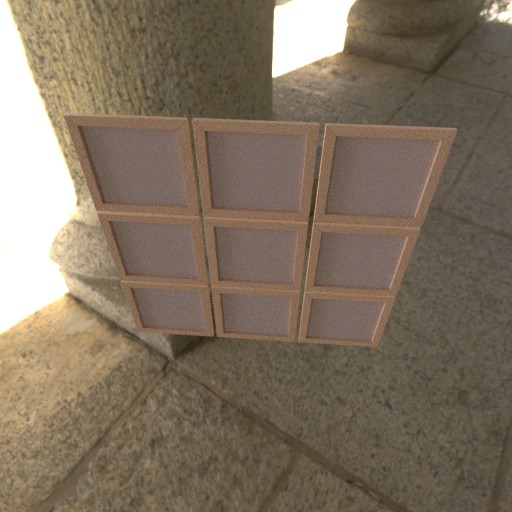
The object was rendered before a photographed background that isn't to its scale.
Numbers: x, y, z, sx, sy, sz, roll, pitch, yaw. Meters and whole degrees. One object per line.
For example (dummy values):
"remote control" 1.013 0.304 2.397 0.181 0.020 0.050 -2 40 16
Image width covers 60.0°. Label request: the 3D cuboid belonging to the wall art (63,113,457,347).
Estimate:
"wall art" 0.000 0.000 1.808 1.217 1.207 0.016 3 47 3
